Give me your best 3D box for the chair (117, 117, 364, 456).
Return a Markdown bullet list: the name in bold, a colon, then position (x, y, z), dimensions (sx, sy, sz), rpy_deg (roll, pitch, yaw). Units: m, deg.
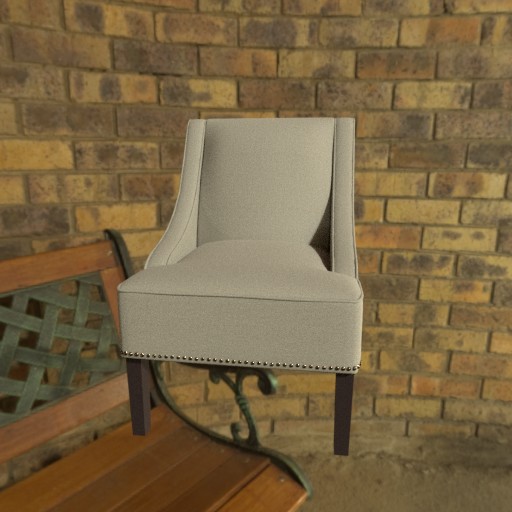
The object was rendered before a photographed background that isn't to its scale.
- **chair**: position (0.000, 0.000, 1.375), dimensions (0.610, 0.864, 0.737), rpy_deg (2, 13, 8)
